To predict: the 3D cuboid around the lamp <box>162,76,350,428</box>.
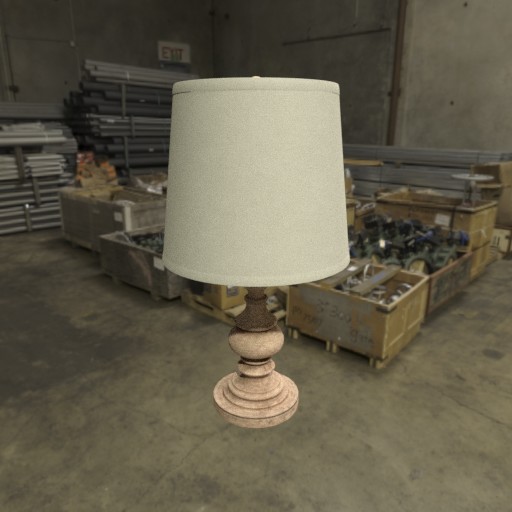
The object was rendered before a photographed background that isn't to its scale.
[{"bbox_3d":[0.000,0.000,0.658,0.273,0.497,0.273,0,16,0],"label":"lamp"}]
